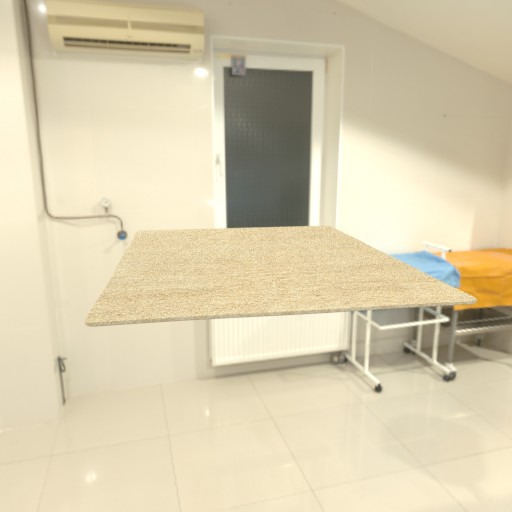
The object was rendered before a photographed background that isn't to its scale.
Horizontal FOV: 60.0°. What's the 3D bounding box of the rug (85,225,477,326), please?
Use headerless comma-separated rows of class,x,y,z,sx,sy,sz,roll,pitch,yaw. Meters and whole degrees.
rug,0.000,0.000,4.052,2.401,0.025,3.001,-2,13,-9
